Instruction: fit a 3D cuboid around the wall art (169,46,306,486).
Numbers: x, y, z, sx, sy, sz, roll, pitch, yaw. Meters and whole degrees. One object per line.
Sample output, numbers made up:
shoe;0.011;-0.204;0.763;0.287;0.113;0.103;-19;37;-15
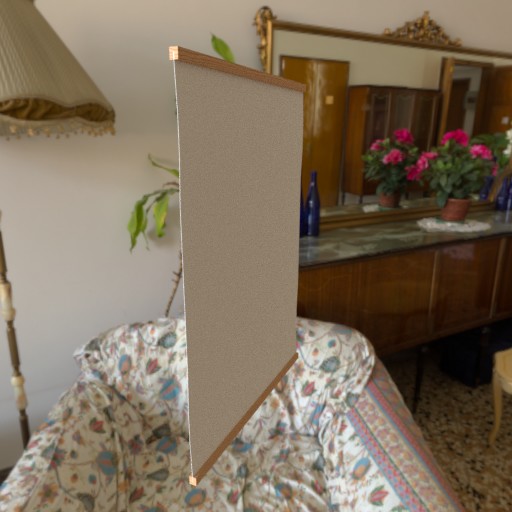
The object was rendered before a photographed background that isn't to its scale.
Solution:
wall art;0.000;0.000;1.307;0.020;1.016;0.739;7;17;25
